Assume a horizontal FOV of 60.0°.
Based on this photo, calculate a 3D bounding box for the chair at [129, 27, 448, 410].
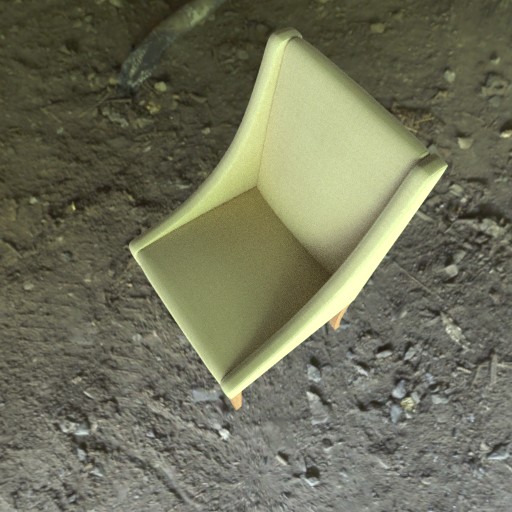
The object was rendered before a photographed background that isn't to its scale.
[{"bbox_3d":[0.000,0.000,1.367,0.611,1.021,0.575,-33,68,-15],"label":"chair"}]
